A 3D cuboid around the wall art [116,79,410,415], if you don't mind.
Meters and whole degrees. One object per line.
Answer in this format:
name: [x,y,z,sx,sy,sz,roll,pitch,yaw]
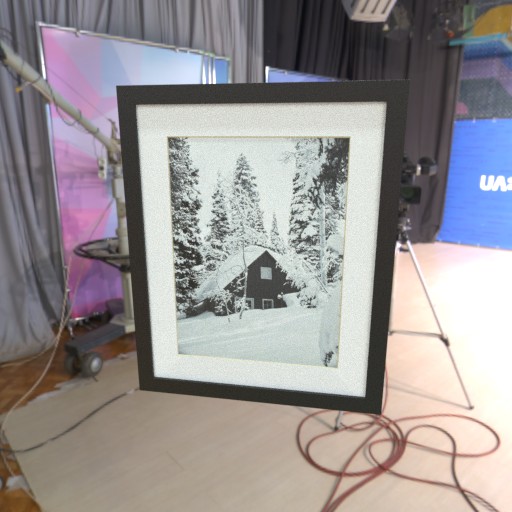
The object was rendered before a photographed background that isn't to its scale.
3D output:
wall art: [0.000,0.000,0.544,0.325,0.397,0.018,3,15,10]
